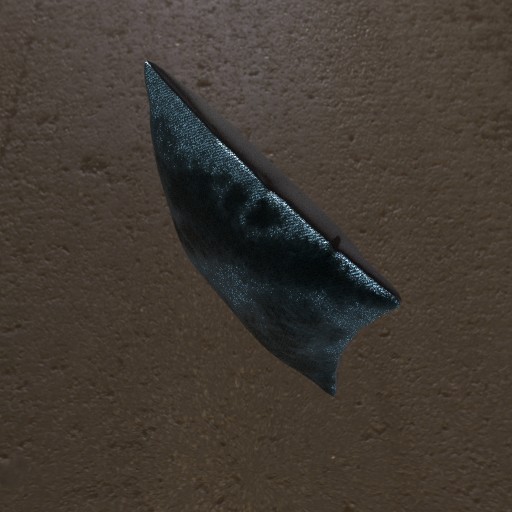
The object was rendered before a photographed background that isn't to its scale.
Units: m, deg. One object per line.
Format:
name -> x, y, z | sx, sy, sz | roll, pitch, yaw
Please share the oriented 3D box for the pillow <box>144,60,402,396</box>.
pillow -> 0.000, 0.000, 0.658 | 0.138, 0.430, 0.436 | -37, 69, -16
